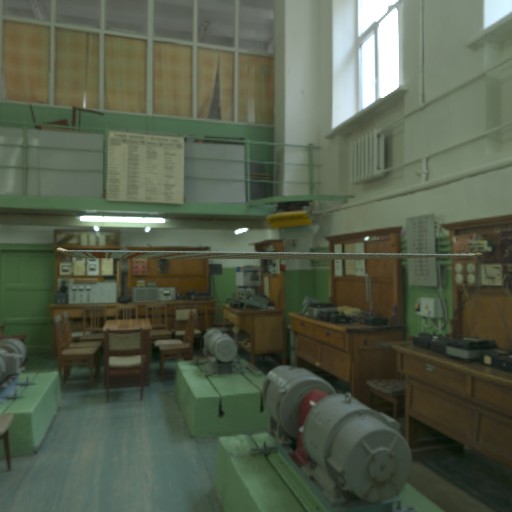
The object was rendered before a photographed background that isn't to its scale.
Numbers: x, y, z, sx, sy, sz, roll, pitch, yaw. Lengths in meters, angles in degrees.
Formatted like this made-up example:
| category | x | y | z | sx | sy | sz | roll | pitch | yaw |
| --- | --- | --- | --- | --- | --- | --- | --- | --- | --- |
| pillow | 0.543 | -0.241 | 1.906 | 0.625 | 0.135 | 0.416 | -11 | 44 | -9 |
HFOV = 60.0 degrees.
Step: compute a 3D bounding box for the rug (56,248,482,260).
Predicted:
| category | x | y | z | sx | sy | sz | roll | pitch | yaw |
| --- | --- | --- | --- | --- | --- | --- | --- | --- | --- |
| rug | 0.000 | 0.000 | 3.081 | 2.433 | 0.022 | 1.556 | 0 | -1 | -18 |
